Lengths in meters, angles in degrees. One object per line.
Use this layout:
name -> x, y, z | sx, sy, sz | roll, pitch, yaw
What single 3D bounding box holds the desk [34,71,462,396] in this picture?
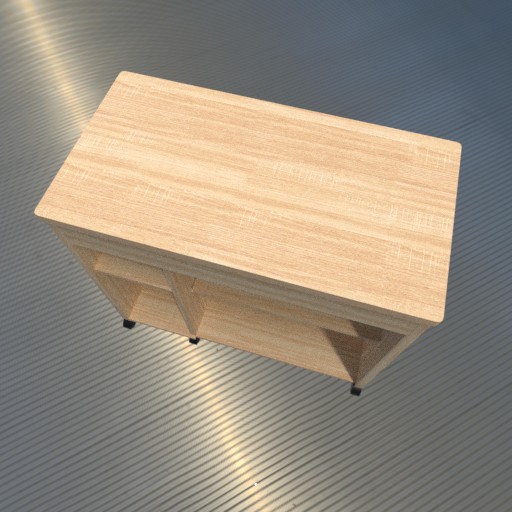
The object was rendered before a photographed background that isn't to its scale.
desk -> 0.000, 0.000, 1.352 | 0.884, 0.770, 0.480 | 15, 64, 7
